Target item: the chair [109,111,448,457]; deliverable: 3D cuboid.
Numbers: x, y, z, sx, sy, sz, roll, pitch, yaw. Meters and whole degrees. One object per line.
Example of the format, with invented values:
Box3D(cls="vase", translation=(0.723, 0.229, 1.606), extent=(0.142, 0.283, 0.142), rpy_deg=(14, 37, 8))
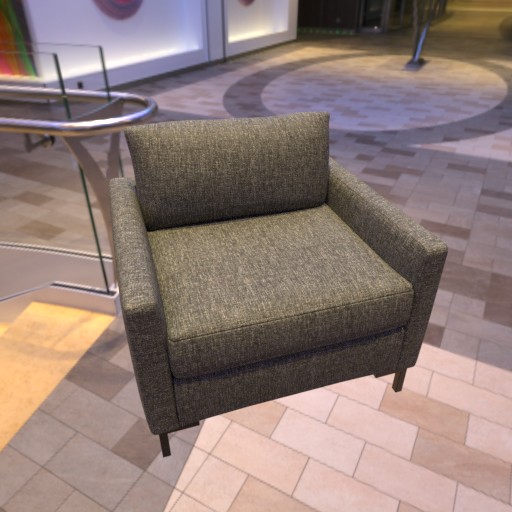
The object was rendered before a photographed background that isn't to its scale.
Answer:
Box3D(cls="chair", translation=(0.000, 0.000, 1.609), extent=(0.963, 0.861, 0.866), rpy_deg=(-10, 34, -15))
